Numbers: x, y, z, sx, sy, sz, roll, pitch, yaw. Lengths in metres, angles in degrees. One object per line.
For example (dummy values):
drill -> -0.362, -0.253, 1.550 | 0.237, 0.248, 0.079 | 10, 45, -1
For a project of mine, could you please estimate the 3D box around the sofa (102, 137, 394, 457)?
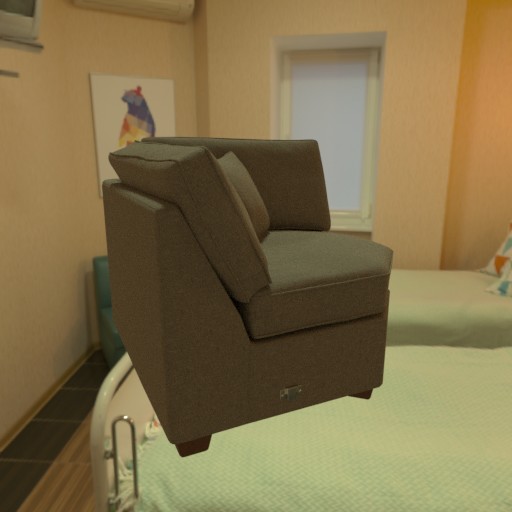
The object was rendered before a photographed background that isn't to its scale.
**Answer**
sofa -> 0.000, 0.000, 1.810 | 1.042, 0.951, 1.050 | -6, 15, -24
